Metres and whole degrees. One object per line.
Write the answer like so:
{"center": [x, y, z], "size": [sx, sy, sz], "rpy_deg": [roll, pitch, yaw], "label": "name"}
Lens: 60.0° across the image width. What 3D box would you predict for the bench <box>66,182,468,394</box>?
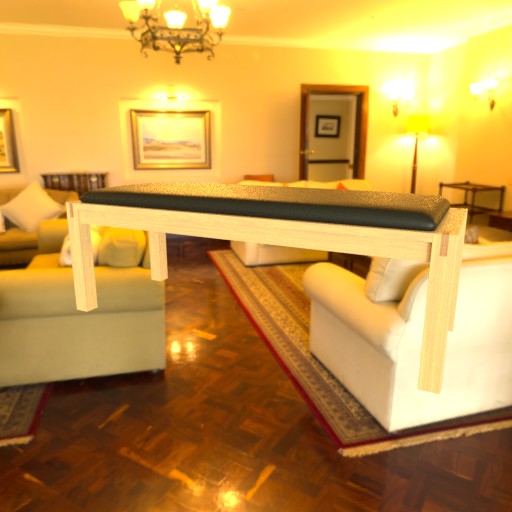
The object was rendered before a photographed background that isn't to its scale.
{"center": [0.000, 0.000, 1.448], "size": [1.202, 0.430, 0.450], "rpy_deg": [7, 16, 26], "label": "bench"}
